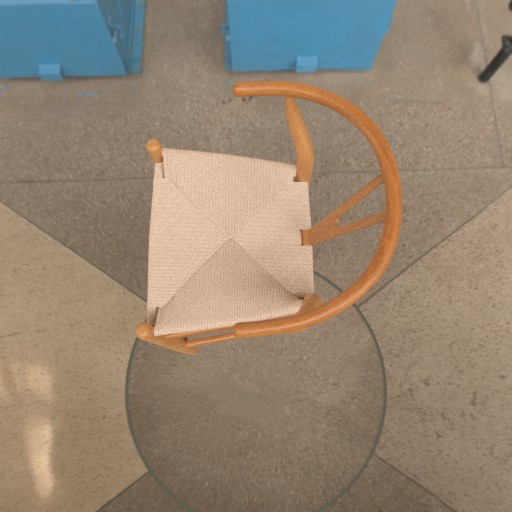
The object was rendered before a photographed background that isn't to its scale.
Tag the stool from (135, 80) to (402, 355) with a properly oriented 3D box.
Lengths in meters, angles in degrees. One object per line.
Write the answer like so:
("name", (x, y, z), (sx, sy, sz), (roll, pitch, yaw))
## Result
("stool", (0.000, 0.000, 1.336), (0.579, 0.970, 0.569), (-1, 74, 0))
